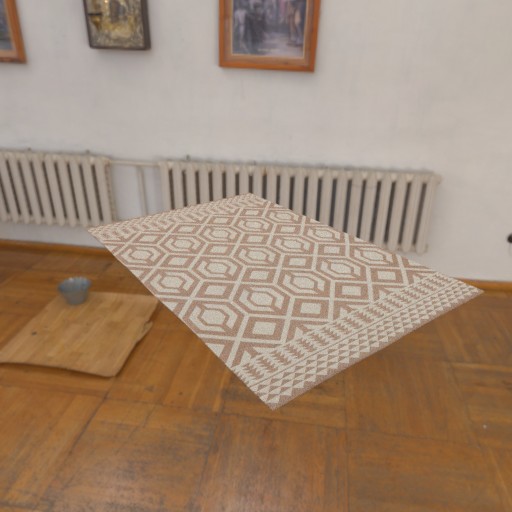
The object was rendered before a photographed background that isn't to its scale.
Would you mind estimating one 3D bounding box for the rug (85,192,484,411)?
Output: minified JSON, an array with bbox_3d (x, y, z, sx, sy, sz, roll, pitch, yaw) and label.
[{"bbox_3d":[0.000,0.000,2.343,1.219,0.008,1.829,-18,31,-32],"label":"rug"}]
